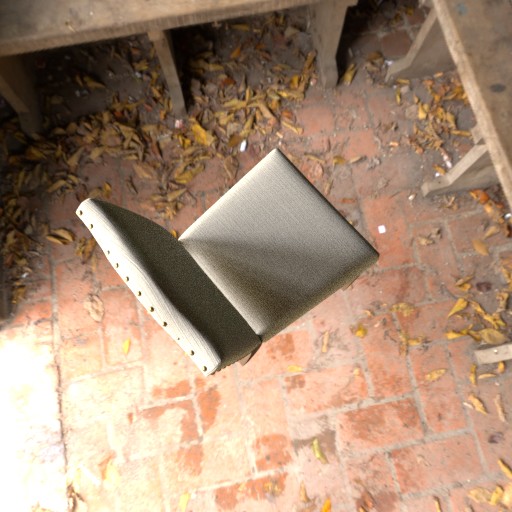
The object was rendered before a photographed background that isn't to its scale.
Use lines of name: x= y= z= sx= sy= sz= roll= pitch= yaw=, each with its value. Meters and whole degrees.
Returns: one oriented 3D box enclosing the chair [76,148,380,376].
chair: x=0.000 y=0.000 z=1.363 sx=0.619 sy=1.015 sz=0.508 roll=-39 pitch=78 yaw=-10
